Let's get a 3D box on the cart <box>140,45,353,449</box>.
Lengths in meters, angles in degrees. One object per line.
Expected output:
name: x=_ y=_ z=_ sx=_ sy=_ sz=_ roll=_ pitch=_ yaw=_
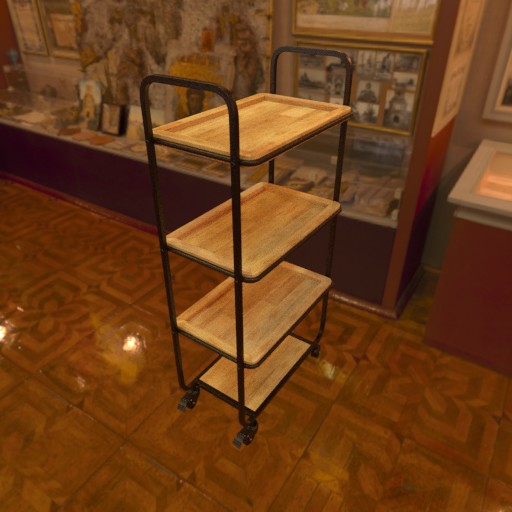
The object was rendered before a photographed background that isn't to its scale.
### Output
cart: x=0.000 y=0.000 z=1.326 sx=0.321 sy=1.080 sz=0.545 roll=21 pitch=38 yaw=29
